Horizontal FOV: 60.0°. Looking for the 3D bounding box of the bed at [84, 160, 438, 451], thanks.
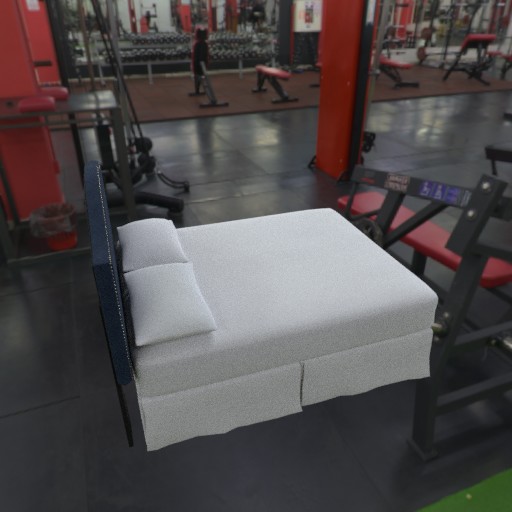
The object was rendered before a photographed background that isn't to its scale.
[{"bbox_3d":[0.000,0.000,3.253,2.153,1.518,1.725,-10,31,-16],"label":"bed"}]
